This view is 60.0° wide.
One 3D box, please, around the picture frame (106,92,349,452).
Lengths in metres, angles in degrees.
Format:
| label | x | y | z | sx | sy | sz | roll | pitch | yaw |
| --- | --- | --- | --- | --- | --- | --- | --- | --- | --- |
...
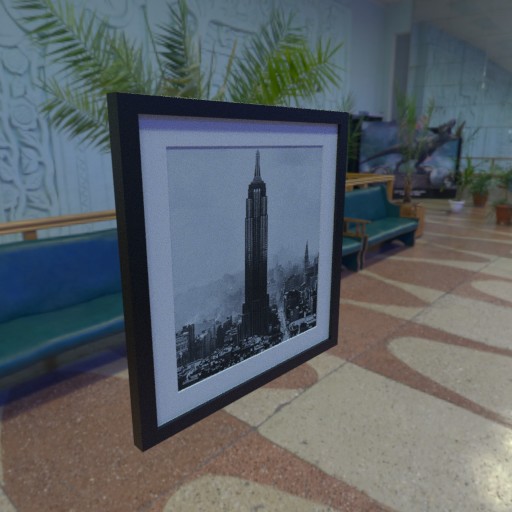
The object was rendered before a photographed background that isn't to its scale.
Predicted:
| label | x | y | z | sx | sy | sz | roll | pitch | yaw |
| --- | --- | --- | --- | --- | --- | --- | --- | --- | --- |
| picture frame | 0.000 | 0.000 | 0.860 | 0.029 | 0.557 | 0.559 | 14 | 20 | 43 |
